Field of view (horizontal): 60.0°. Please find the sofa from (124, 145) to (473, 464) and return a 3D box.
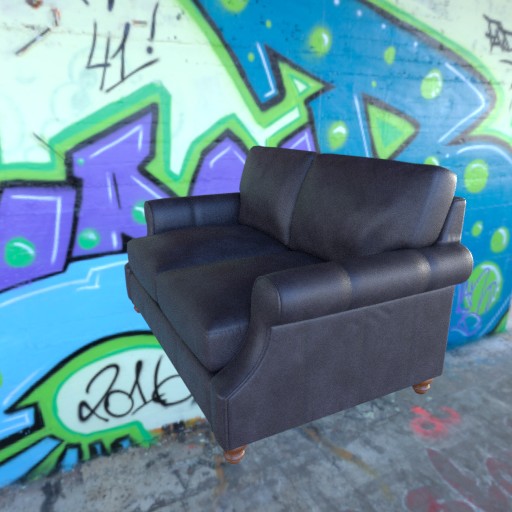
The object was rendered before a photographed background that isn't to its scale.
[{"bbox_3d":[0.000,0.000,2.191,1.030,0.979,1.663,-9,19,-26],"label":"sofa"}]
